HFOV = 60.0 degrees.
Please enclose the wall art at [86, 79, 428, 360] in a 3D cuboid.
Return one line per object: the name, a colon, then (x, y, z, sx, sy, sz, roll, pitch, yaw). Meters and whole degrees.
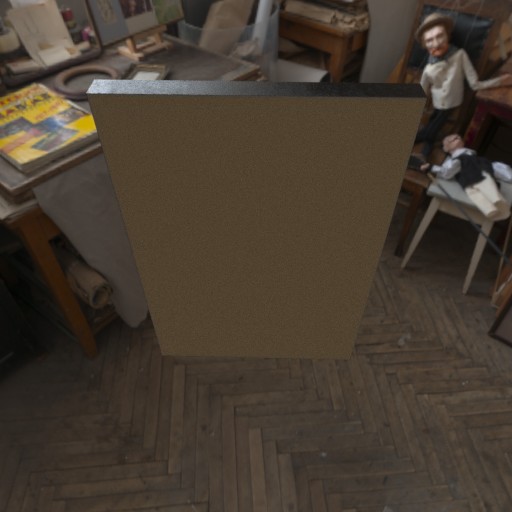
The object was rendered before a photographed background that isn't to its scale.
wall art: (0.000, 0.000, 0.582, 0.313, 0.457, 0.031, 1, 46, 1)
